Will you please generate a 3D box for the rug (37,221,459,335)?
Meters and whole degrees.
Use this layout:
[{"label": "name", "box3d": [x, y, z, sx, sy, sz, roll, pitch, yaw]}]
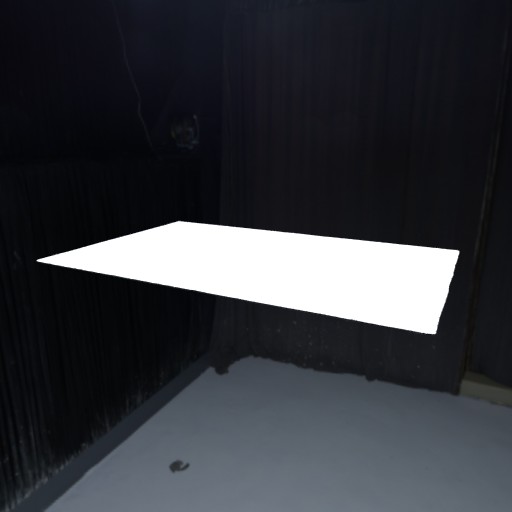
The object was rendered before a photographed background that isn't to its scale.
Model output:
[{"label": "rug", "box3d": [0.000, 0.000, 3.003, 2.442, 0.010, 1.546, 8, 17, 26]}]
